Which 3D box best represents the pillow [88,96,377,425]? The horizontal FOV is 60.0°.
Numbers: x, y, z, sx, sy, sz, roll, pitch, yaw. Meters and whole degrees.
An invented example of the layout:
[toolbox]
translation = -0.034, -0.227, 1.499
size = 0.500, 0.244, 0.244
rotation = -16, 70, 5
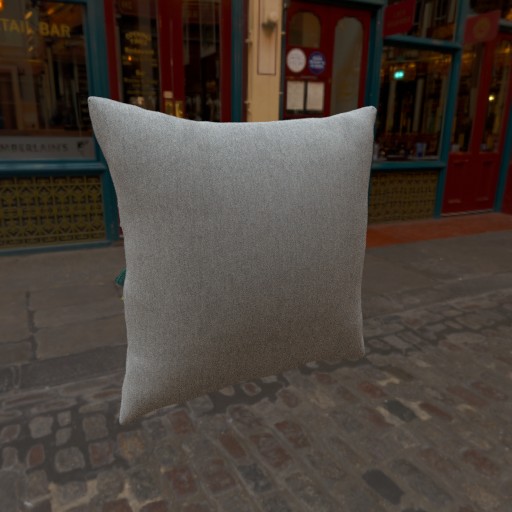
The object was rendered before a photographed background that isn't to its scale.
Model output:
[pillow]
translation = 0.000, 0.000, 0.662
size = 0.433, 0.436, 0.173
rotation = -7, 17, -25
